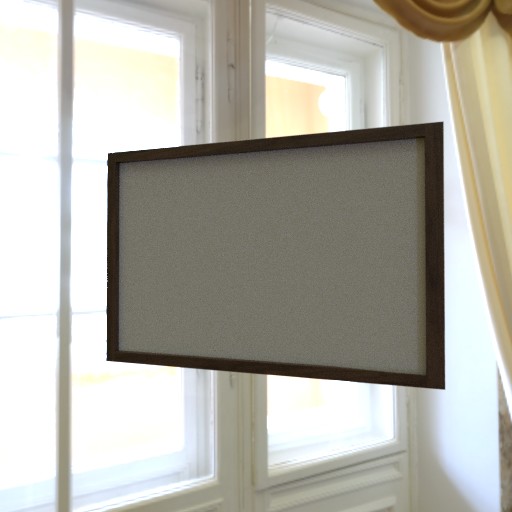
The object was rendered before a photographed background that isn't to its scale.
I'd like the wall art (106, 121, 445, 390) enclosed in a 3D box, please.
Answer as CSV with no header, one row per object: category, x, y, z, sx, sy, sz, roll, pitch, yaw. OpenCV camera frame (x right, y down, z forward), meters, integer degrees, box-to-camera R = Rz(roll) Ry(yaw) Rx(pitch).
wall art,0.000,0.000,1.940,1.520,1.016,0.051,0,-1,19
